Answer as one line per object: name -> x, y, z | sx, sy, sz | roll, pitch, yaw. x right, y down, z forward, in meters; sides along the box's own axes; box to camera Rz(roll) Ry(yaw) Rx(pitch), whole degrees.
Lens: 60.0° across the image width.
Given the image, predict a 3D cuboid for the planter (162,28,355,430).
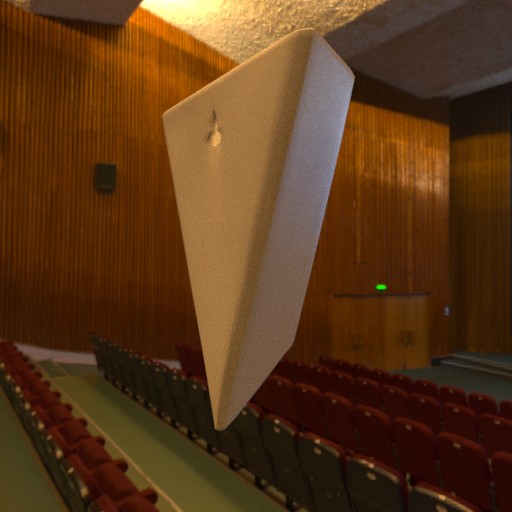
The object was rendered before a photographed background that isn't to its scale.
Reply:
planter -> 0.000, 0.000, 0.266 | 0.060, 0.197, 0.150 | 1, -1, -37
